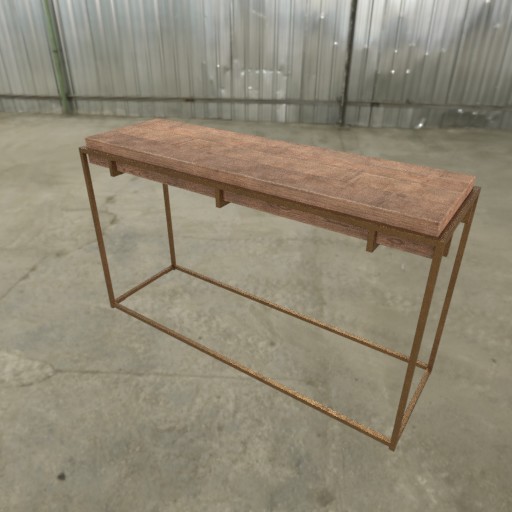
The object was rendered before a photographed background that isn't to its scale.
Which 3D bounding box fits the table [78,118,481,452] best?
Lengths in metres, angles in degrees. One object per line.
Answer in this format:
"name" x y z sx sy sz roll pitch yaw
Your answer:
"table" 0.000 0.000 1.751 1.400 0.820 0.440 19 35 29
